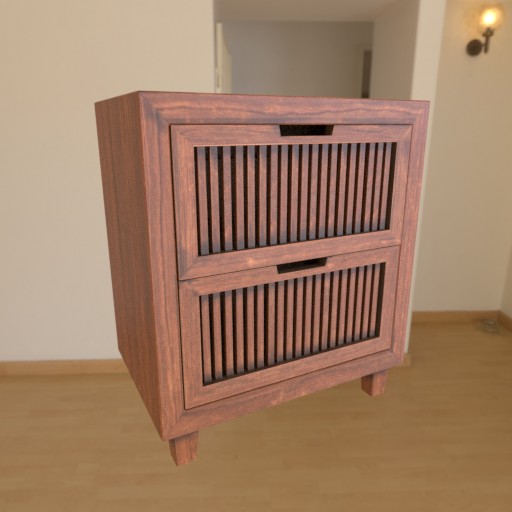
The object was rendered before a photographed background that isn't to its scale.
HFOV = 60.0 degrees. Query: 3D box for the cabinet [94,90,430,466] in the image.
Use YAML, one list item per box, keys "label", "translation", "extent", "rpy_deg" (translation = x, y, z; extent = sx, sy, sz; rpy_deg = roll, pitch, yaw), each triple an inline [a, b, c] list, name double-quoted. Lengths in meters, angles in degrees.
- label: "cabinet"
  translation: [0.000, 0.000, 1.055]
  extent: [0.607, 0.695, 0.410]
  rpy_deg: [-8, 18, -27]
